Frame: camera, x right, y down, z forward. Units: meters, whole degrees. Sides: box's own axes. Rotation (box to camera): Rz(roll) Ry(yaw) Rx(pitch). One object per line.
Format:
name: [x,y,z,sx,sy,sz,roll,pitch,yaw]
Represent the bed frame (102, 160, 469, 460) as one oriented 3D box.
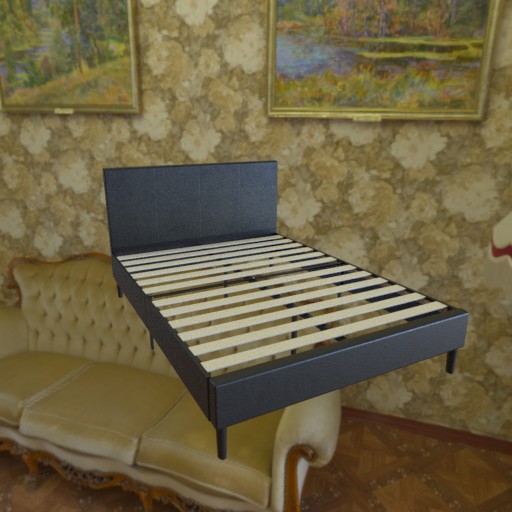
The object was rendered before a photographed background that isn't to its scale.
bed frame: [0.000,0.000,3.190,1.634,1.127,2.318,-9,19,-27]
